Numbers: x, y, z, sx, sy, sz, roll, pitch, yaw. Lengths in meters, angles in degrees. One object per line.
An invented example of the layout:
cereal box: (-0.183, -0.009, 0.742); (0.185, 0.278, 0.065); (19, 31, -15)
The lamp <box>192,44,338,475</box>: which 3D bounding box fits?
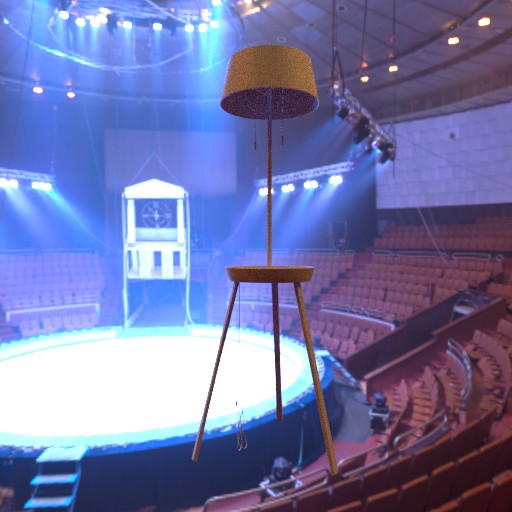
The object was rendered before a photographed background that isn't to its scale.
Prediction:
lamp: (0.000, 0.000, 1.614); (0.468, 1.429, 0.508); (0, 1, -19)
